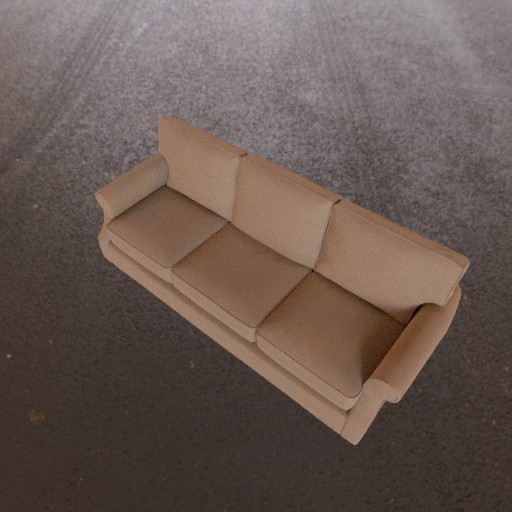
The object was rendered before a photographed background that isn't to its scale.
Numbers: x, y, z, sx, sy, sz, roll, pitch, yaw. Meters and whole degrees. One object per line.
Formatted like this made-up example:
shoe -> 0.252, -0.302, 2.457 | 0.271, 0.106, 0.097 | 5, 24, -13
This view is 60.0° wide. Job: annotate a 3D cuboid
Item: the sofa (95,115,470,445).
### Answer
sofa -> 0.000, 0.000, 2.835 | 2.354, 0.948, 0.966 | 31, 55, 26
